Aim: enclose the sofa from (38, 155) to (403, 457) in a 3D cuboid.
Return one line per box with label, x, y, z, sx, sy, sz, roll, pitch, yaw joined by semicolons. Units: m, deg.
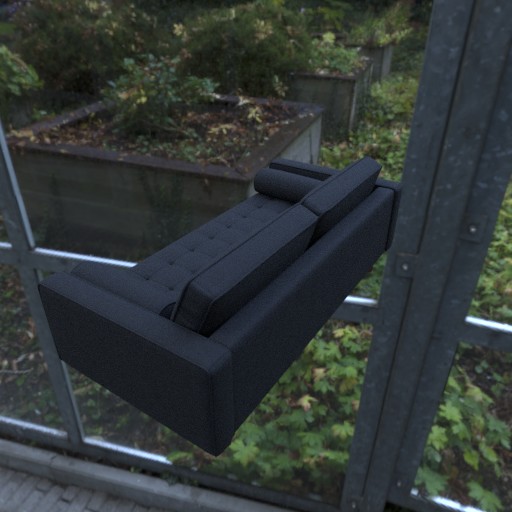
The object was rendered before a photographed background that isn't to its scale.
sofa;0.000;0.000;2.320;0.914;0.759;1.875;19;36;28
